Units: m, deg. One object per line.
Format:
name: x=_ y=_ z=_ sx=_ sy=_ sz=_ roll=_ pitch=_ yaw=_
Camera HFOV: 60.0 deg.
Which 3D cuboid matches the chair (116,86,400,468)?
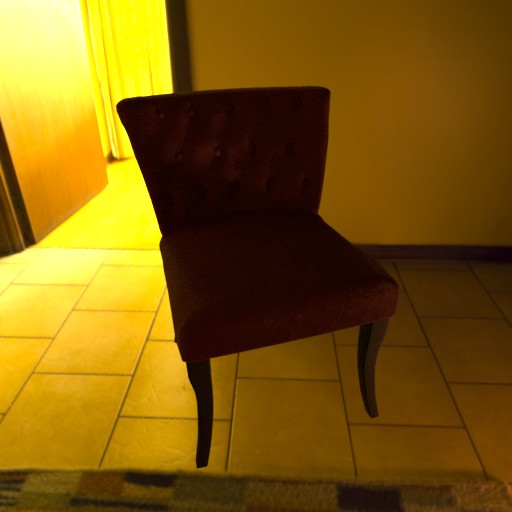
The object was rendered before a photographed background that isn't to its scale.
chair: x=0.000 y=0.000 z=1.168 sx=0.582 sy=0.750 sz=0.605 roll=-9 pitch=32 yaw=-15
